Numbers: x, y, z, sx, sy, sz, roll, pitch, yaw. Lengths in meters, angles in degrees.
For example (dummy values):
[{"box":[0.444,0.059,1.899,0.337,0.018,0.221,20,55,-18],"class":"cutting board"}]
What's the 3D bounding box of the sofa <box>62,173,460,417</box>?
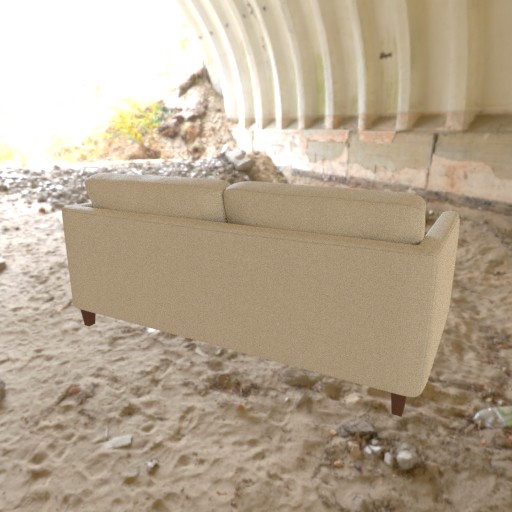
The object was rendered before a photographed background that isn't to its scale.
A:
[{"box":[0.000,0.000,2.467,1.981,0.889,0.965,9,18,27],"class":"sofa"}]
